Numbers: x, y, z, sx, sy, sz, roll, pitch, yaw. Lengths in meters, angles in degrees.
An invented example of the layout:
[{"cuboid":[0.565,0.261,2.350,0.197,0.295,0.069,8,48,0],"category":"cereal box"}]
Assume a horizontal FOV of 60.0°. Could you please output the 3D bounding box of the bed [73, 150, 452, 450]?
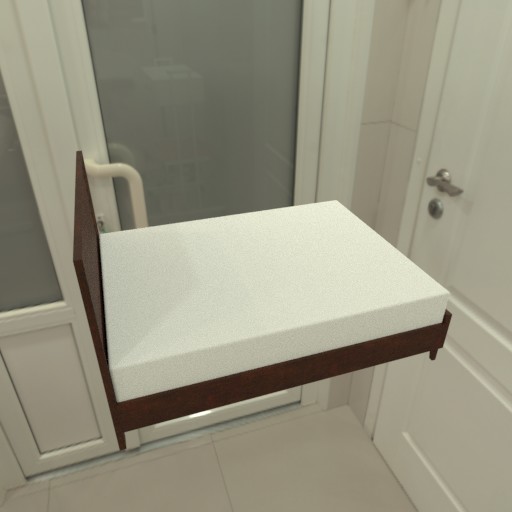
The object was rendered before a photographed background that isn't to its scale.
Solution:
[{"cuboid":[0.000,0.000,3.159,2.184,1.270,1.600,-10,32,-16],"category":"bed"}]
